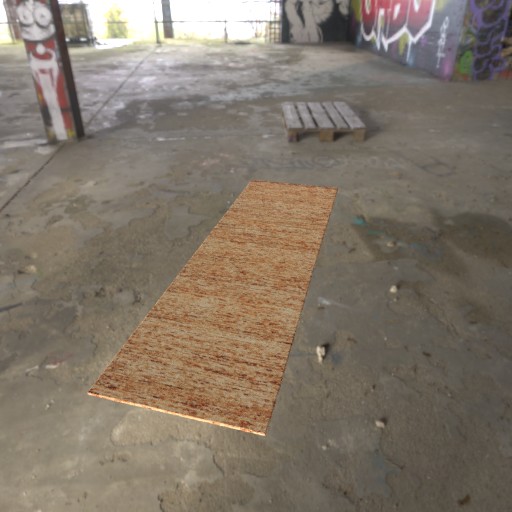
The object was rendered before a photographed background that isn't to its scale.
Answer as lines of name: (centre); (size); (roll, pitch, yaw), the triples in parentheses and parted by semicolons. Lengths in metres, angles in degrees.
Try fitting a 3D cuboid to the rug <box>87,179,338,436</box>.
rug: (0.000, 0.000, 2.480); (0.680, 0.014, 2.237); (8, 32, 13)
